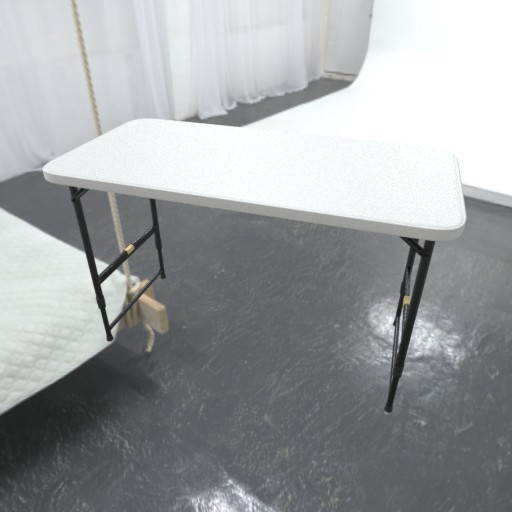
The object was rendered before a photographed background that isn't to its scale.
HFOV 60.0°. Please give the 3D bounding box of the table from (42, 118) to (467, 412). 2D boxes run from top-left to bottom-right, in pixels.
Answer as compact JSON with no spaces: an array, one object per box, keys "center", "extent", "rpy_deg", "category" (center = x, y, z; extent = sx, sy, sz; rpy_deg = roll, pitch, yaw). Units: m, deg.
[{"center":[0.000,0.000,1.606],"extent":[1.219,0.737,0.610],"rpy_deg":[10,34,15],"category":"table"}]
